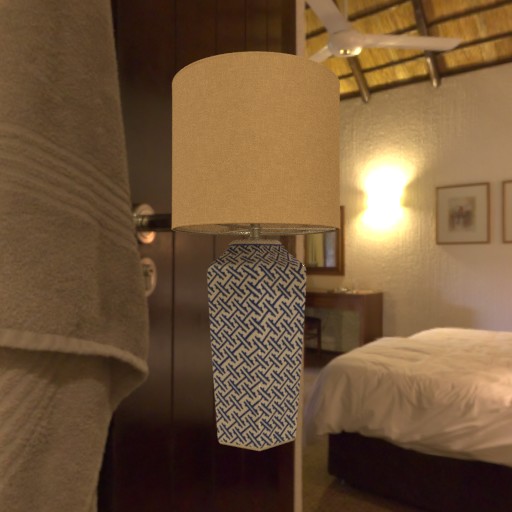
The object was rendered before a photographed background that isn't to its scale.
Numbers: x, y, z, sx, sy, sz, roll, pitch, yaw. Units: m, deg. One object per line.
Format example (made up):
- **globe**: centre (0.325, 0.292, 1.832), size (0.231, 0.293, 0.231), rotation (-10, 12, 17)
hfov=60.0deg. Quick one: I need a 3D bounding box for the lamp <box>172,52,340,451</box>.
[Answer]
- **lamp**: centre (0.000, 0.000, 0.855), size (0.320, 0.682, 0.320), rotation (0, -1, -1)
